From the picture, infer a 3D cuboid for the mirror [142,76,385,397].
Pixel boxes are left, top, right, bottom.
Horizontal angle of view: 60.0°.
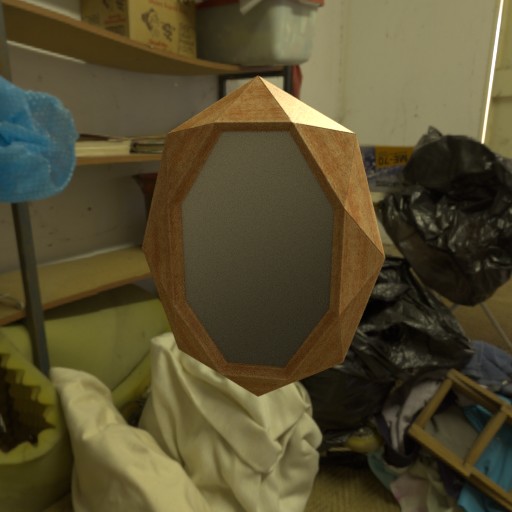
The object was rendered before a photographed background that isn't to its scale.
[{"bbox_3d":[0.000,0.000,1.014,0.577,0.774,0.070,3,16,9],"label":"mirror"}]
